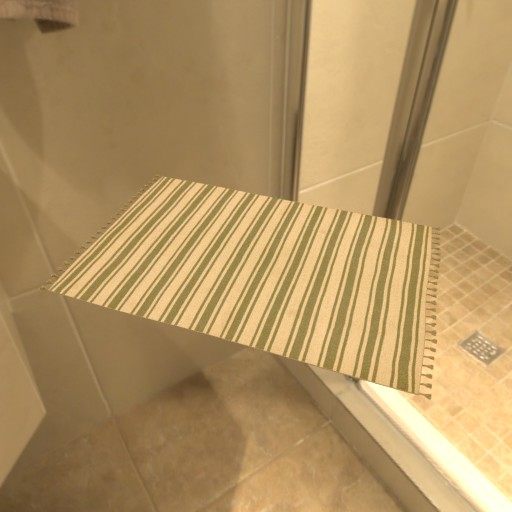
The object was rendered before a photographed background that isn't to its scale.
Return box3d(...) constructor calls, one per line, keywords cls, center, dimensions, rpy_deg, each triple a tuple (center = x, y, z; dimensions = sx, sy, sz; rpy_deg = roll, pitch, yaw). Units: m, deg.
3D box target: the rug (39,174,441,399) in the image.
box3d(cls="rug", center=(0.000, 0.000, 3.089), dimensions=(2.435, 0.018, 1.540), rpy_deg=(13, 42, 15))
